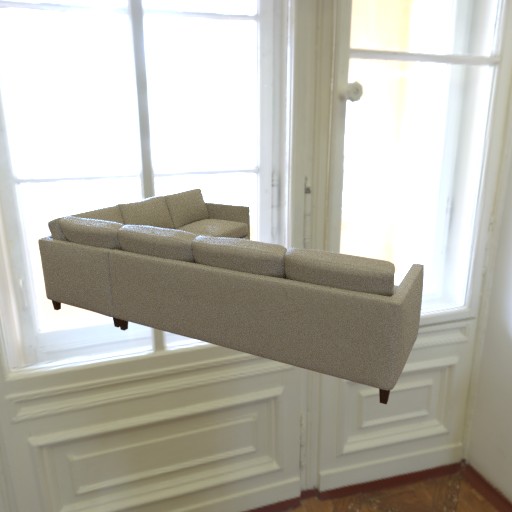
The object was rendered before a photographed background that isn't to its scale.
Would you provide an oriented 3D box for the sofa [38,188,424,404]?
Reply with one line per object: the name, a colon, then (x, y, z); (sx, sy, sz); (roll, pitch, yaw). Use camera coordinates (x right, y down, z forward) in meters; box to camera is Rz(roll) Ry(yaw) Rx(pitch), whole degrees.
sofa: (0.000, 0.000, 4.477); (3.333, 0.934, 2.522); (9, 19, 27)
